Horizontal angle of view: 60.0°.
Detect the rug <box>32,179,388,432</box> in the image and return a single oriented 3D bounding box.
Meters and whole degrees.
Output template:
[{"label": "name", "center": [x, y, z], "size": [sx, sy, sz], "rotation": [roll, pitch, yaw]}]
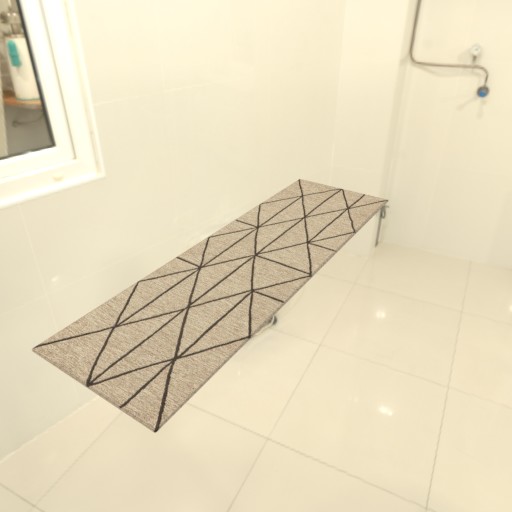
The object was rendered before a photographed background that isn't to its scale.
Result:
[{"label": "rug", "center": [0.000, 0.000, 2.646], "size": [0.762, 0.012, 2.438], "rotation": [19, 36, 28]}]
